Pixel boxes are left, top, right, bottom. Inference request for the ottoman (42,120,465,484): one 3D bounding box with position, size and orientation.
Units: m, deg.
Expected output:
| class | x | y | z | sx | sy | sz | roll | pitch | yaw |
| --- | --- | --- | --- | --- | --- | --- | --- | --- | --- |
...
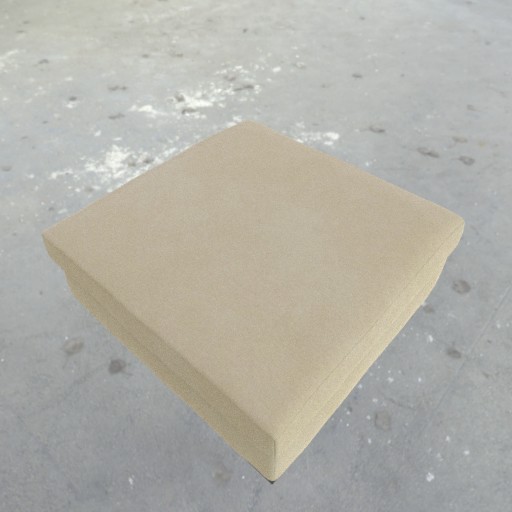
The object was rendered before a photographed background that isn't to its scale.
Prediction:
| class | x | y | z | sx | sy | sz | roll | pitch | yaw |
| --- | --- | --- | --- | --- | --- | --- | --- | --- | --- |
| ottoman | 0.000 | 0.000 | 1.825 | 1.205 | 0.522 | 1.190 | 33 | 54 | 28 |
